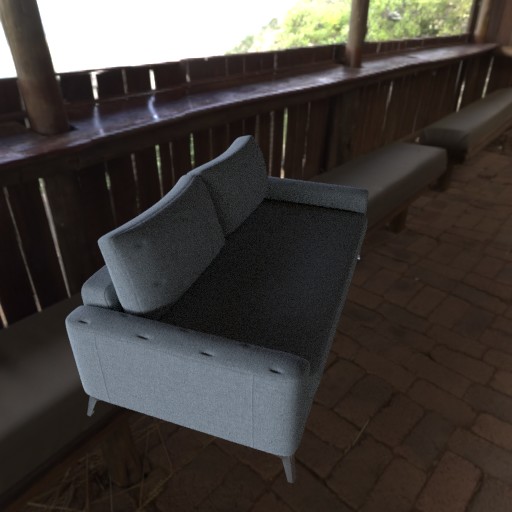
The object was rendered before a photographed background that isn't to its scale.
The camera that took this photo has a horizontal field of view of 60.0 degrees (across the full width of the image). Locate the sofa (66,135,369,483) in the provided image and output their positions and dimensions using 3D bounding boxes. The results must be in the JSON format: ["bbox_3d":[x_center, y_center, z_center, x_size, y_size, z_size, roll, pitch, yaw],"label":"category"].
[{"bbox_3d":[0.000,0.000,2.155,0.920,0.790,1.650,10,33,17],"label":"sofa"}]
